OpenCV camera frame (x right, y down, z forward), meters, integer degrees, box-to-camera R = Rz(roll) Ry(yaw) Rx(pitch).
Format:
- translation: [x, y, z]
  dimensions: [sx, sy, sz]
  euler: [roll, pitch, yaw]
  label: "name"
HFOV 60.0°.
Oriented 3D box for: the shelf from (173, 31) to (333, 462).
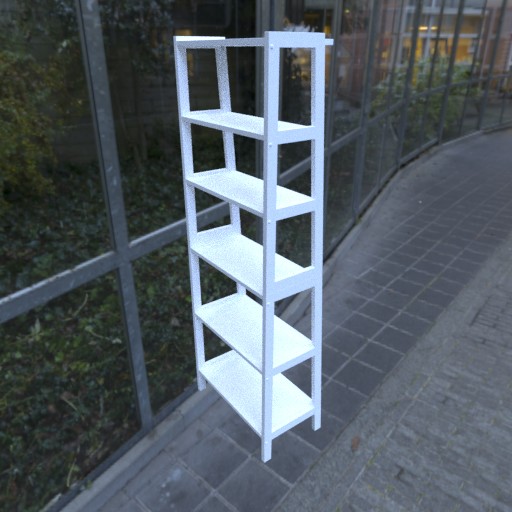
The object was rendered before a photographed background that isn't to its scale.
- translation: [0.000, 0.000, 2.121]
  dimensions: [0.381, 1.892, 0.660]
  euler: [-17, 30, -33]
  label: "shelf"
